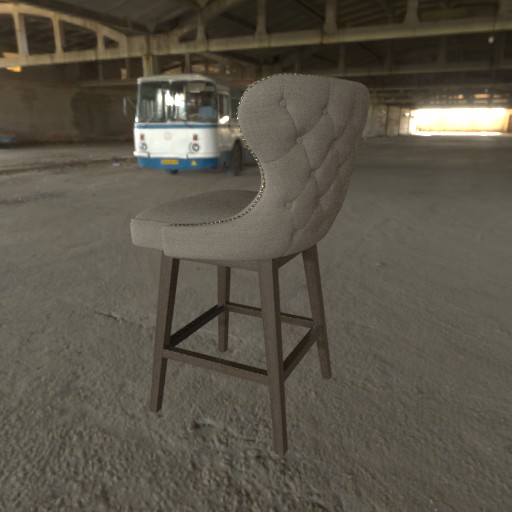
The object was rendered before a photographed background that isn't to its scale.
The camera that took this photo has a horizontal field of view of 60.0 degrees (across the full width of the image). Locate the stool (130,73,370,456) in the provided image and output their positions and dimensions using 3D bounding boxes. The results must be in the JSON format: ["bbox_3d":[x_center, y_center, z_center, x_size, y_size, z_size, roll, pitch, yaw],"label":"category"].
[{"bbox_3d":[0.000,0.000,1.344,0.597,0.972,0.615,8,18,25],"label":"stool"}]
